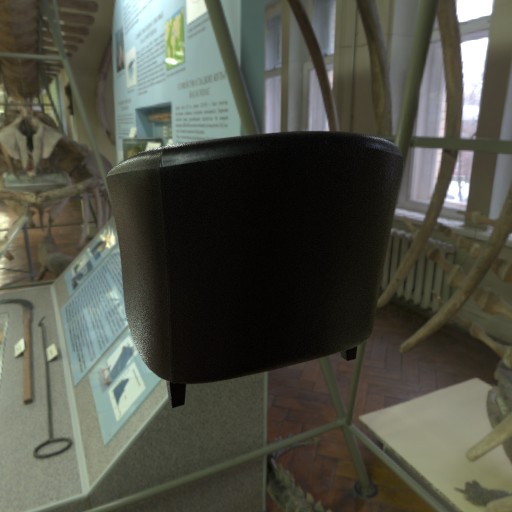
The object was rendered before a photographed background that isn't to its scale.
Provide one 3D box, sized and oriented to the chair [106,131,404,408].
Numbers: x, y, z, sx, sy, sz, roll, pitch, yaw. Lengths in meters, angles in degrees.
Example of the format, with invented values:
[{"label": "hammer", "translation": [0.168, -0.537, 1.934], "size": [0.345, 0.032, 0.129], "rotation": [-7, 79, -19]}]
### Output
[{"label": "chair", "translation": [0.000, 0.000, 1.400], "size": [0.793, 0.756, 0.727], "rotation": [-7, 17, -25]}]
